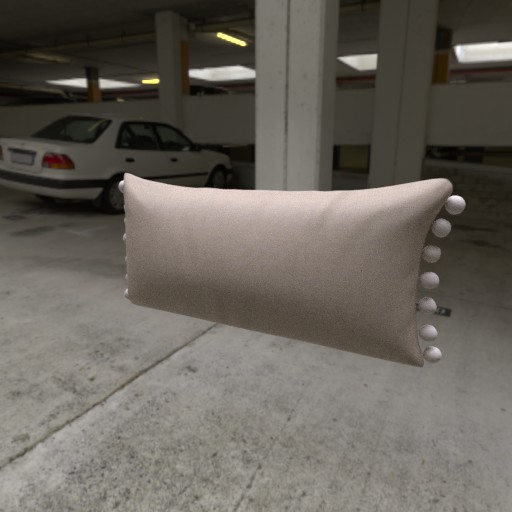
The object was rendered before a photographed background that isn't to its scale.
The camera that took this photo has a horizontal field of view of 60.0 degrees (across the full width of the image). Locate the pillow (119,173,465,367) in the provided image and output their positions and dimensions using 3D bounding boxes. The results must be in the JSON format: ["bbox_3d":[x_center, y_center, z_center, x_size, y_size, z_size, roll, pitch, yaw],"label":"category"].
[{"bbox_3d":[0.000,0.000,0.857,0.709,0.322,0.201,8,17,26],"label":"pillow"}]
